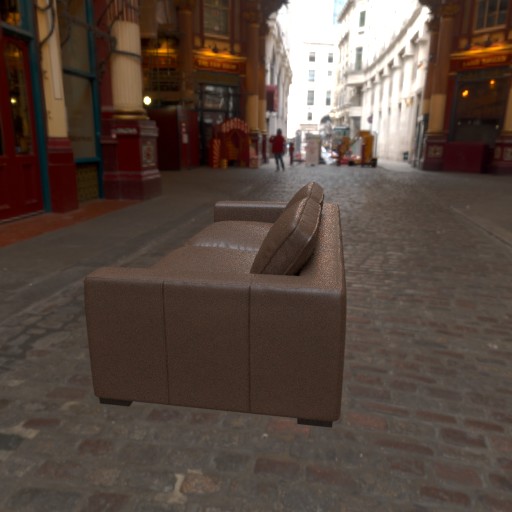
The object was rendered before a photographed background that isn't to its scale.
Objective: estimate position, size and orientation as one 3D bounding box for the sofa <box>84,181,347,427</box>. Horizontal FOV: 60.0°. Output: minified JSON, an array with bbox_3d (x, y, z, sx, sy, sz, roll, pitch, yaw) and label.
[{"bbox_3d":[0.000,0.000,2.793,1.070,0.801,2.262,2,15,9],"label":"sofa"}]
